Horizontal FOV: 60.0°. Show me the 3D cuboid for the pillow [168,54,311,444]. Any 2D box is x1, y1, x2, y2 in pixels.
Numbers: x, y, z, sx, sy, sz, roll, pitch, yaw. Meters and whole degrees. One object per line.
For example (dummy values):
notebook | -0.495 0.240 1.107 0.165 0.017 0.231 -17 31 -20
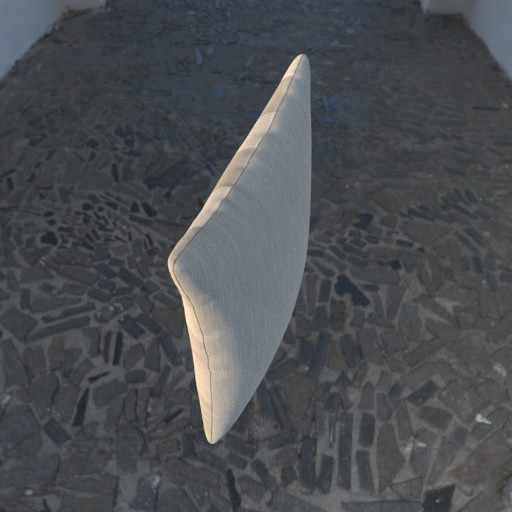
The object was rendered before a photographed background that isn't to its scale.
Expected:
pillow | 0.000 0.000 0.790 0.161 0.509 0.511 14 50 12
